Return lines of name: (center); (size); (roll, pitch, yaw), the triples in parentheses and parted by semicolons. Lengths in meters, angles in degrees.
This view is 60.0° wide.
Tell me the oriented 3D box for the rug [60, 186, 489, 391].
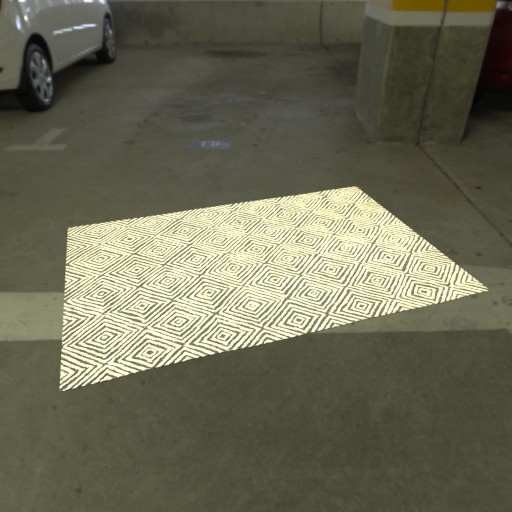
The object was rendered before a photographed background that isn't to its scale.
rug: (0.000, 0.000, 2.158); (1.750, 0.004, 1.177); (-10, 34, -15)
